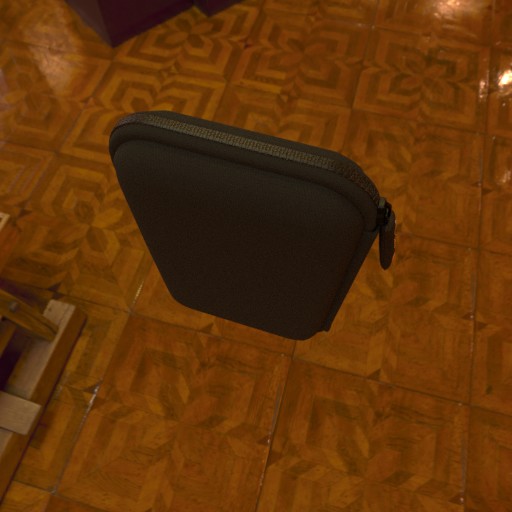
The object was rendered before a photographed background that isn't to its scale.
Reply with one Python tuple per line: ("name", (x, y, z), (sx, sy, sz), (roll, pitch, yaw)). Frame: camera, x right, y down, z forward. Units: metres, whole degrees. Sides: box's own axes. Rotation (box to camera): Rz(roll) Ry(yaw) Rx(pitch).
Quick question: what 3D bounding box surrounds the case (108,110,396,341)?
("case", (0.000, 0.000, 0.198), (0.107, 0.147, 0.030), (16, 64, 8))
